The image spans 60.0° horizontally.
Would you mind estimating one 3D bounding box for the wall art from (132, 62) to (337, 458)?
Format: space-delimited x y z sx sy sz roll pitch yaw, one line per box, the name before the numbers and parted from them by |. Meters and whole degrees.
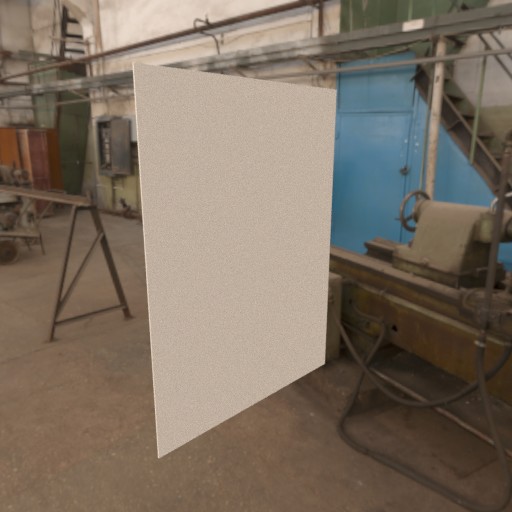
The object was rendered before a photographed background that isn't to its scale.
wall art | 0.000 0.000 0.816 0.457 0.610 0.003 -14 20 -43
